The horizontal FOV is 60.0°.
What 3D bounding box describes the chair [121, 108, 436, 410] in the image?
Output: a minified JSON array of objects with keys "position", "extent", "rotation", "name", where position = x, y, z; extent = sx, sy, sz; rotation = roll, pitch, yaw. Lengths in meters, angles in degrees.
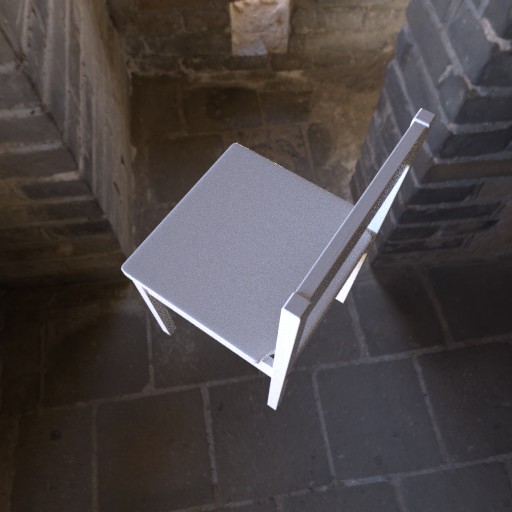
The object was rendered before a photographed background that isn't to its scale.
[{"position":[0.000,0.000,0.880],"extent":[0.361,0.668,0.367],"rotation":[31,67,15],"name":"chair"}]
